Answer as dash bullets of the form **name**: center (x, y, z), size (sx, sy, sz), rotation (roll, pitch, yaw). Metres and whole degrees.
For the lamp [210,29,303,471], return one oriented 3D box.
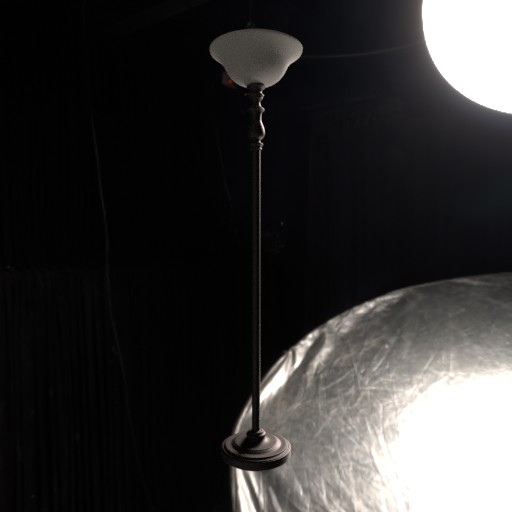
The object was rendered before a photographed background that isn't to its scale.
- **lamp**: center (0.000, 0.000, 1.968), size (0.405, 1.797, 0.405), rotation (1, 2, 35)
